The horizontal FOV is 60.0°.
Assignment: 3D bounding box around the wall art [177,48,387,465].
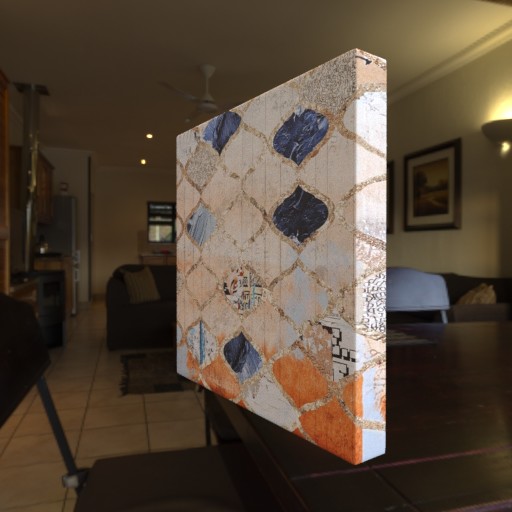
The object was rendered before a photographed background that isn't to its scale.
[{"bbox_3d":[0.000,0.000,0.455,0.036,0.304,0.303,0,1,-35],"label":"wall art"}]
